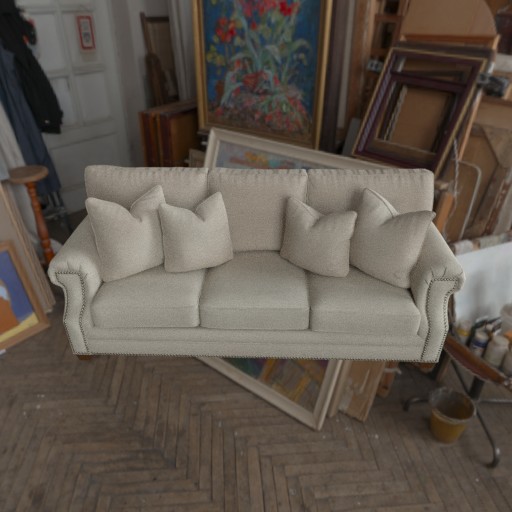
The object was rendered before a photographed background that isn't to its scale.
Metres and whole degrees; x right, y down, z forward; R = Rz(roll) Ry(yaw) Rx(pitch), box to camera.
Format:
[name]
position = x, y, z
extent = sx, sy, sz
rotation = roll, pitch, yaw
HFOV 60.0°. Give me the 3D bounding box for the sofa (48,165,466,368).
[sofa]
position = 0.000, 0.000, 2.772
extent = 2.312, 0.975, 0.965
rotation = 1, 31, 2
